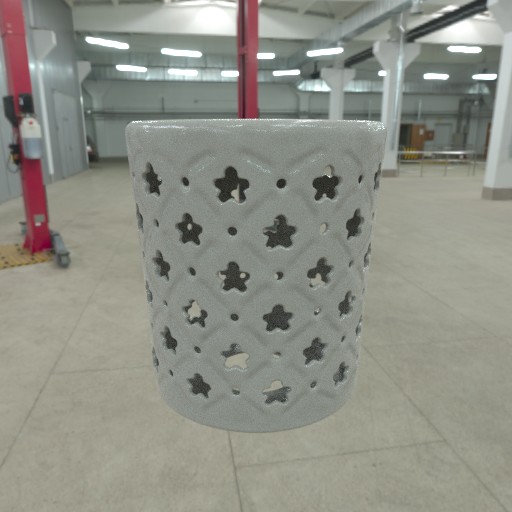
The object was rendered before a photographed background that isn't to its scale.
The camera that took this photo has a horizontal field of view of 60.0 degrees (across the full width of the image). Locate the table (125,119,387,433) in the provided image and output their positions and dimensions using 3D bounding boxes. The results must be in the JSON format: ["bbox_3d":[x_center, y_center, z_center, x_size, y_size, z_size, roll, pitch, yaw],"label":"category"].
[{"bbox_3d":[0.000,0.000,0.663,0.352,0.387,0.352,0,15,0],"label":"table"}]
